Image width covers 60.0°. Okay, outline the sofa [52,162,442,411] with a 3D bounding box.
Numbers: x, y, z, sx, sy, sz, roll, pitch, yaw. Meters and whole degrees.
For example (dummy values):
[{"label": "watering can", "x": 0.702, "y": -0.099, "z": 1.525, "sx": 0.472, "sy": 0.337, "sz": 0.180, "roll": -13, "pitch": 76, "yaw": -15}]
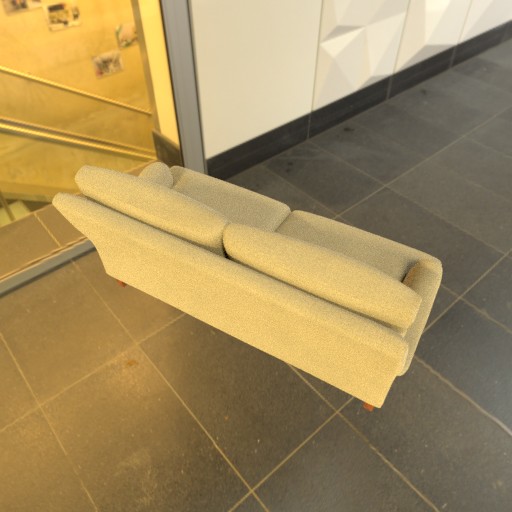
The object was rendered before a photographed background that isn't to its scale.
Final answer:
[{"label": "sofa", "x": 0.000, "y": 0.000, "z": 2.722, "sx": 2.070, "sy": 0.997, "sz": 1.091, "roll": 22, "pitch": 50, "yaw": 20}]
